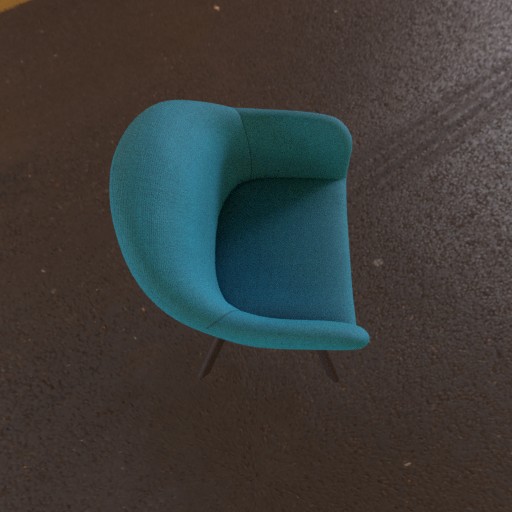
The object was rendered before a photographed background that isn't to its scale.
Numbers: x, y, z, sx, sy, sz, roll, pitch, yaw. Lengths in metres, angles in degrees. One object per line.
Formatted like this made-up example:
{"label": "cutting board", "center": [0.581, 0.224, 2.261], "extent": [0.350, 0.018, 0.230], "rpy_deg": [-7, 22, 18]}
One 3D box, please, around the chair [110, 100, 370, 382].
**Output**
{"label": "chair", "center": [0.000, 0.000, 1.173], "extent": [0.550, 0.795, 0.590], "rpy_deg": [1, 64, 1]}
